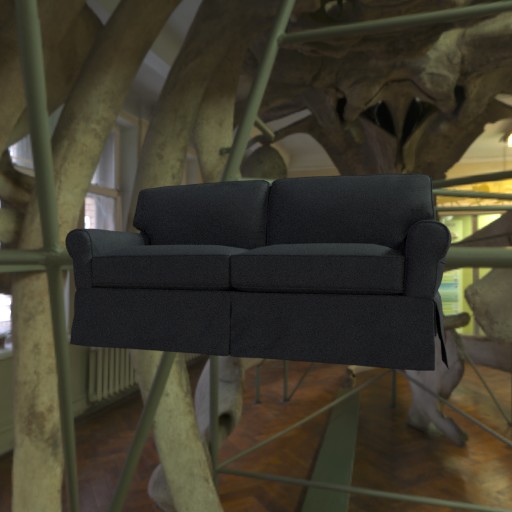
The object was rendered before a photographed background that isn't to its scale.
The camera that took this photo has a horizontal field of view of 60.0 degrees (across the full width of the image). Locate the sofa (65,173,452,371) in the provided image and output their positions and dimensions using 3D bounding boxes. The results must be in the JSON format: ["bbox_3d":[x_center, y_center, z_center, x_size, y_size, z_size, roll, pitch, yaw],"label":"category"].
[{"bbox_3d":[0.000,0.000,2.838,2.256,1.094,0.983,0,0,18],"label":"sofa"}]
